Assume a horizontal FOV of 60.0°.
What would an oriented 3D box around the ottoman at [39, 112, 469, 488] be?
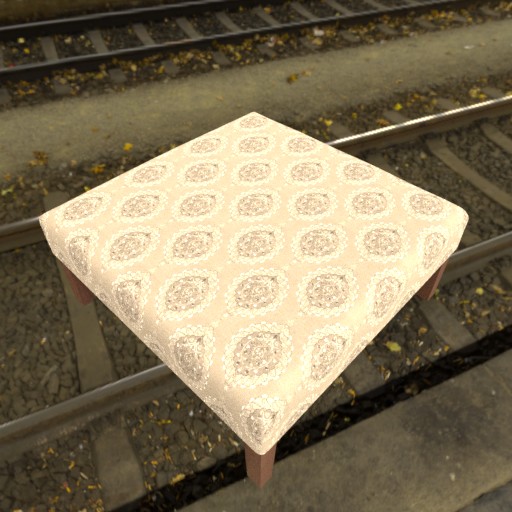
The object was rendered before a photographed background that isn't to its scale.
[{"bbox_3d":[0.000,0.000,1.385,0.889,0.411,0.890,34,54,30],"label":"ottoman"}]
